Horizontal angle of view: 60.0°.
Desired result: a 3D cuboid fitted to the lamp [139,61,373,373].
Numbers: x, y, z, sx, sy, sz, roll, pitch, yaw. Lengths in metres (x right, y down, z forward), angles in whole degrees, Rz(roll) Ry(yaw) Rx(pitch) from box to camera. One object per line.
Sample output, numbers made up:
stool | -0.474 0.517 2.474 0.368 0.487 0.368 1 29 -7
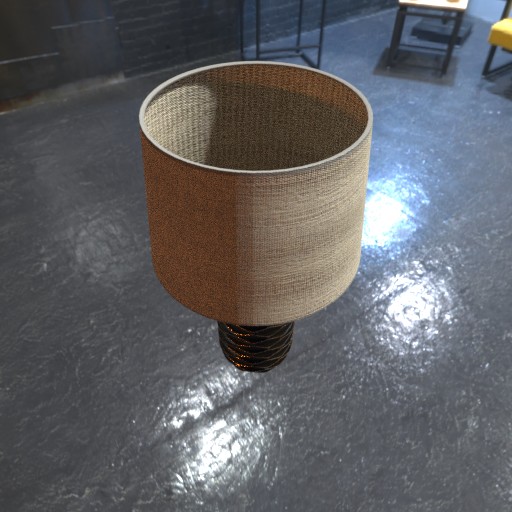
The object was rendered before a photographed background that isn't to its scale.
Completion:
lamp | 0.000 0.000 0.834 0.376 0.594 0.376 0 45 0
